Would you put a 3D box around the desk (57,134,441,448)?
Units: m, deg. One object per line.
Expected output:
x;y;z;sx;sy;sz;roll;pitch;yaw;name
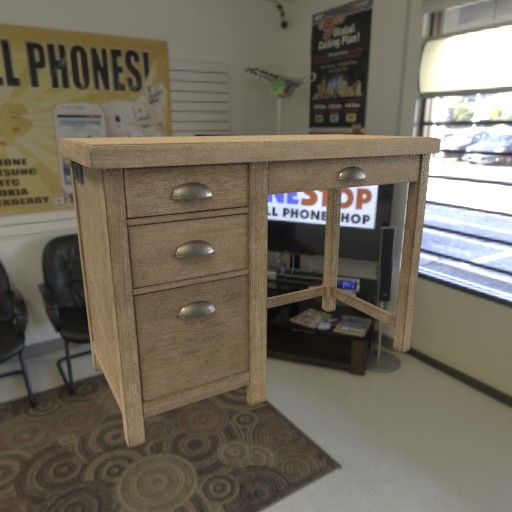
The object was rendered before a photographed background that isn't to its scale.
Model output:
0.000;0.000;1.770;1.289;0.912;0.610;-9;19;-29;desk
